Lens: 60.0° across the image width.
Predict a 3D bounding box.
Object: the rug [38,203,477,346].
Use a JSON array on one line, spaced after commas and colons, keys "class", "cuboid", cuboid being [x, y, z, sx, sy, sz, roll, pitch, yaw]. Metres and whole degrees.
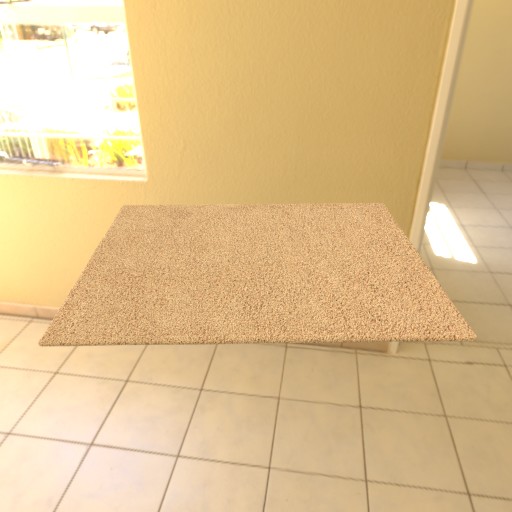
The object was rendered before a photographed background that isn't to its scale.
[{"class": "rug", "cuboid": [0.000, 0.000, 4.114, 3.047, 0.029, 2.438, -1, 29, -1]}]
